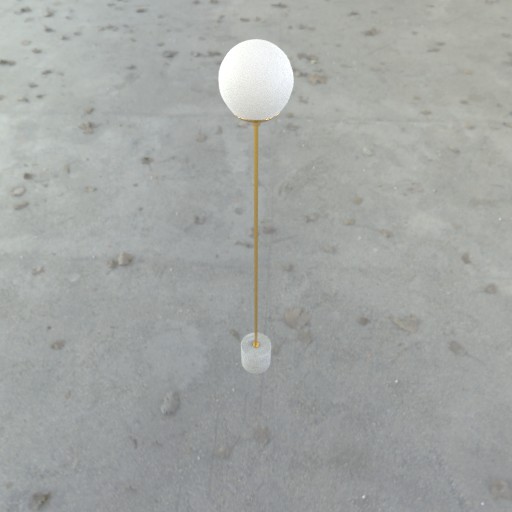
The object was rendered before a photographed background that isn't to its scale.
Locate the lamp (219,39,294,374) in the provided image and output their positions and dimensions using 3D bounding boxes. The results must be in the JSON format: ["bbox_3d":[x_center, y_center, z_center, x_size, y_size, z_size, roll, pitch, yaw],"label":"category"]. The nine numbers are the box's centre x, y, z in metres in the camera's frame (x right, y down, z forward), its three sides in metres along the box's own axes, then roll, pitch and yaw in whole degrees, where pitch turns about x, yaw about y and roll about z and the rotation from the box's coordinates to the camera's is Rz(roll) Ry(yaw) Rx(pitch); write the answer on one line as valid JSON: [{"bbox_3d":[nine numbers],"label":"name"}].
[{"bbox_3d":[0.000,0.000,1.879,0.224,1.753,0.224,3,47,3],"label":"lamp"}]
